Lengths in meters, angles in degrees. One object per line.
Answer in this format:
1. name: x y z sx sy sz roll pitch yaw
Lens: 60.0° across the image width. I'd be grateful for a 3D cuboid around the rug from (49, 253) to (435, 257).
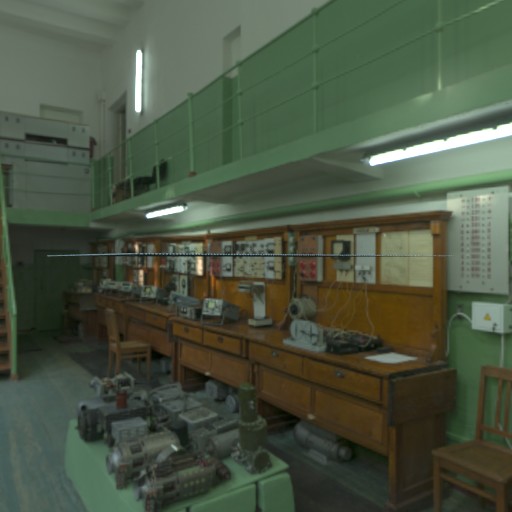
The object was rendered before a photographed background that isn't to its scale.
1. rug: 0.000 0.000 2.373 1.835 0.003 1.206 0 0 -36
